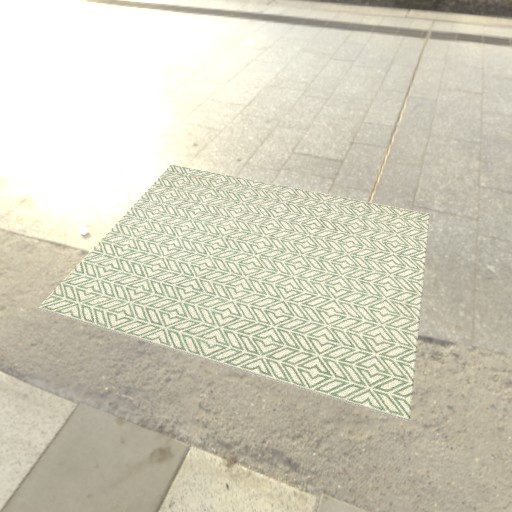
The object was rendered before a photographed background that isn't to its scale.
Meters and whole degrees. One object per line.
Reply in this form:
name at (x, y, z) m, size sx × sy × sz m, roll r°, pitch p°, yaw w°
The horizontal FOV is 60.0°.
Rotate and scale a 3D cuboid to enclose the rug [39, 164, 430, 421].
rug at (0.000, 0.000, 4.213) m, size 3.050 × 0.017 × 2.441 m, roll 13°, pitch 44°, yaw 14°
